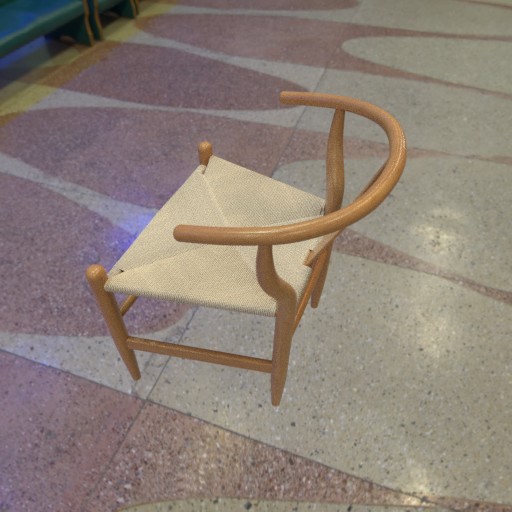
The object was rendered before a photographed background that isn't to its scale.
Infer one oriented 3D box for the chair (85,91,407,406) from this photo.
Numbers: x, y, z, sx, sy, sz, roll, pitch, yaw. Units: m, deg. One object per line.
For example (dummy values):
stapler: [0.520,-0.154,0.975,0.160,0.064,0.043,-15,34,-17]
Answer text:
chair: [0.000,0.000,1.128,0.579,0.730,0.569,17,49,15]
